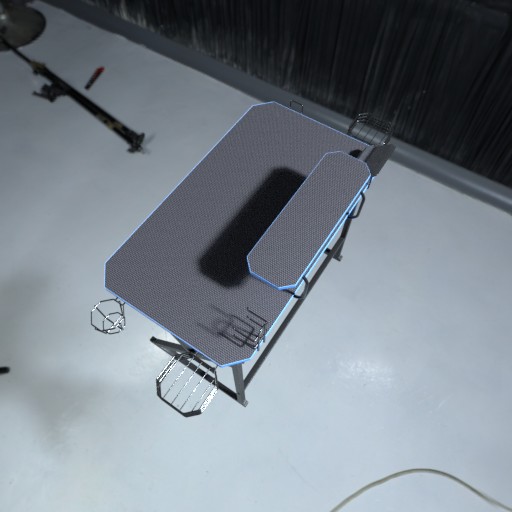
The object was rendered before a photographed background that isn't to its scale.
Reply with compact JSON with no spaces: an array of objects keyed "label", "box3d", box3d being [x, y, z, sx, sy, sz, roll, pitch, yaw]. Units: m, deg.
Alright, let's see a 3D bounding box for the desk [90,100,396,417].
[{"label":"desk","box3d":[0.000,0.000,1.757,0.594,0.909,1.295,30,65,16]}]
